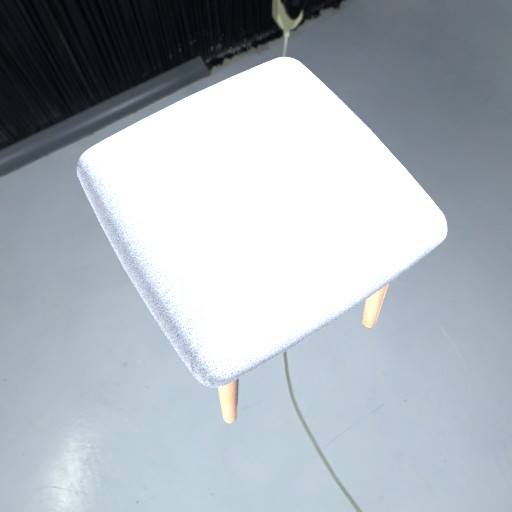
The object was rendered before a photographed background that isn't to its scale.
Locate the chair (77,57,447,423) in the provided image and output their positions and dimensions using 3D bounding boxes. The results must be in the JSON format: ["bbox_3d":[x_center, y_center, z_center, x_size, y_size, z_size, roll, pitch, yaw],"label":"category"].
[{"bbox_3d":[0.000,0.000,0.693,0.350,0.440,0.350,-31,69,-13],"label":"chair"}]
